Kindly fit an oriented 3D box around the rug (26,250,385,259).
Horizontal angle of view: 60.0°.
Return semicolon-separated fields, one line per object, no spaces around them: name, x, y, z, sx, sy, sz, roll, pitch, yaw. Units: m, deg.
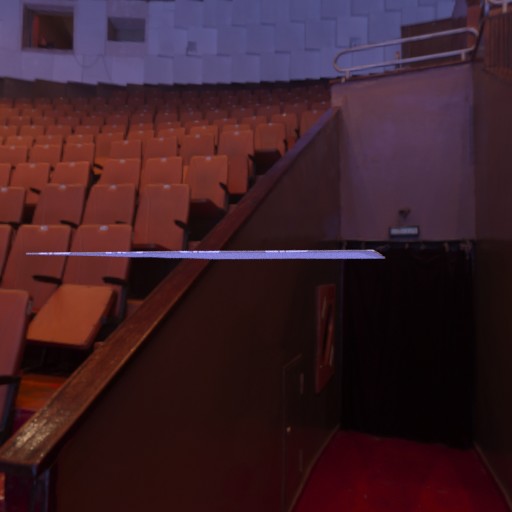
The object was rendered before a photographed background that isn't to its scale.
rug;0.000;0.000;4.461;2.441;0.020;3.419;0;-1;17
